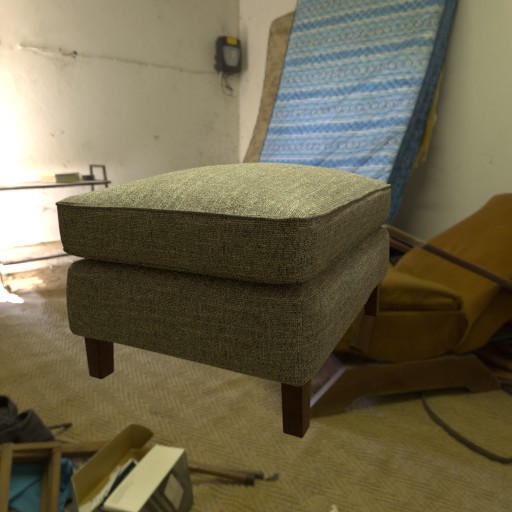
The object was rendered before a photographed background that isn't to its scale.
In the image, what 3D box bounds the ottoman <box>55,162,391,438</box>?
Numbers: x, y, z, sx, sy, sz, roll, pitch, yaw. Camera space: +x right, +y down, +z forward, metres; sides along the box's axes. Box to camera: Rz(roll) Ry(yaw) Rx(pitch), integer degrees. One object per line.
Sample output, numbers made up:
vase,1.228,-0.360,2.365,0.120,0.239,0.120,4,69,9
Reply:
ottoman,0.000,0.000,0.992,0.508,0.406,0.686,7,15,25
